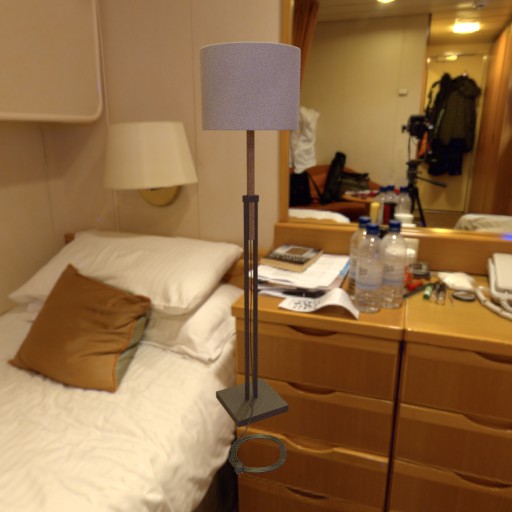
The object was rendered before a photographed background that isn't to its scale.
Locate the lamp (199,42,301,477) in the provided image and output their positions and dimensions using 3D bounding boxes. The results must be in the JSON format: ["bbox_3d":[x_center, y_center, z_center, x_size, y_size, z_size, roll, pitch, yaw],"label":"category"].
[{"bbox_3d":[0.000,0.000,1.901,0.474,1.650,0.639,-8,18,-26],"label":"lamp"}]
